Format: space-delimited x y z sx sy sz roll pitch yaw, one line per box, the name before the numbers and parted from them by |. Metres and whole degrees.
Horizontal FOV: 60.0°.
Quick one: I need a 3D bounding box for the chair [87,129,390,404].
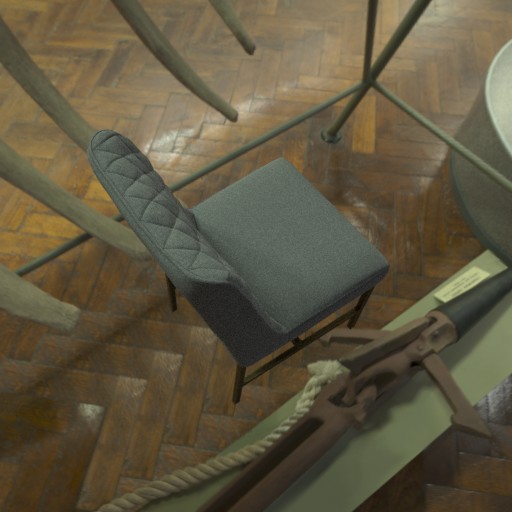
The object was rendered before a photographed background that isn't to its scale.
chair | 0.000 0.000 1.256 0.587 0.889 0.508 -32 64 -17
